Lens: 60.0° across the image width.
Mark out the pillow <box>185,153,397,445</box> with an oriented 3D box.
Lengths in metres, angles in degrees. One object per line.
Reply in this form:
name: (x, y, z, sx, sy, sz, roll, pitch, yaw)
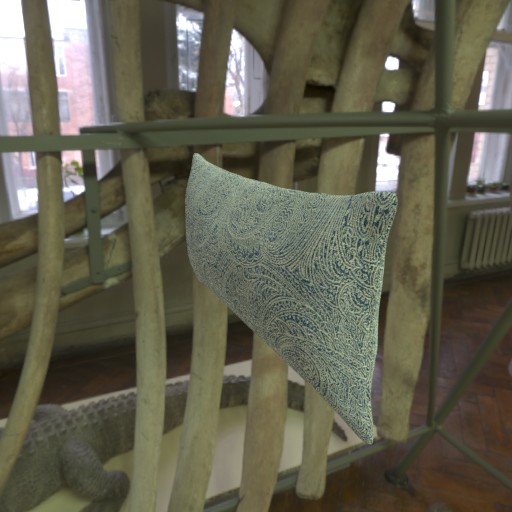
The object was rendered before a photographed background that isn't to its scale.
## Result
pillow: (0.000, 0.000, 0.730, 0.151, 0.295, 0.615, -8, 19, -24)
